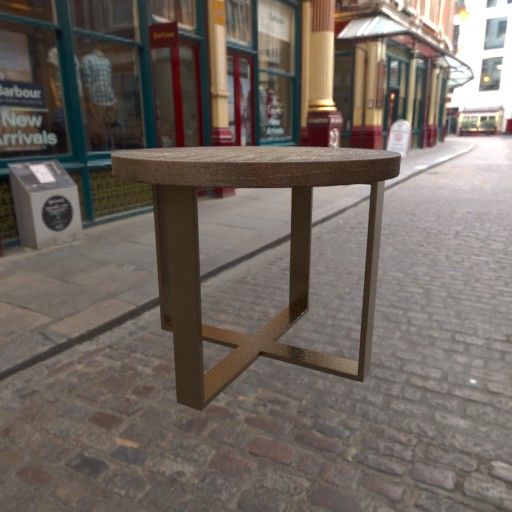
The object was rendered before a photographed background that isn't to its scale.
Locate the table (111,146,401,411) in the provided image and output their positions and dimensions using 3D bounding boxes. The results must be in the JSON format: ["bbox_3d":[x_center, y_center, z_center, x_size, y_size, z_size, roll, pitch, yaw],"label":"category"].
[{"bbox_3d":[0.000,0.000,0.953,0.557,0.437,0.557,0,16,0],"label":"table"}]
